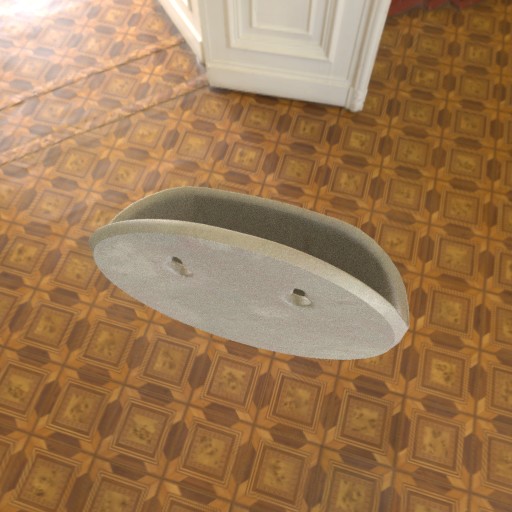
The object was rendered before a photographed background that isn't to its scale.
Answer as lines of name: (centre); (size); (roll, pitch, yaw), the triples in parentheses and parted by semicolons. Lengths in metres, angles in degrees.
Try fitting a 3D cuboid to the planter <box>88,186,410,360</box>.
planter: (0.000, 0.000, 0.275); (0.190, 0.164, 0.073); (14, 65, 7)
